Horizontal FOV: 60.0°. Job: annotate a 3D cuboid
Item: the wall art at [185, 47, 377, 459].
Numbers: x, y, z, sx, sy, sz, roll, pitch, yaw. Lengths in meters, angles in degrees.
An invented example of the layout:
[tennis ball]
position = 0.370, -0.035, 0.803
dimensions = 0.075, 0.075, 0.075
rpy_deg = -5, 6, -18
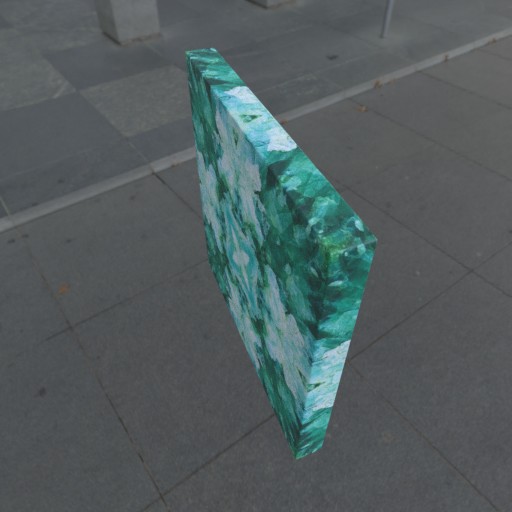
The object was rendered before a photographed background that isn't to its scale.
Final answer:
[wall art]
position = 0.000, 0.000, 0.466
dimensions = 0.033, 0.313, 0.313
rpy_deg = -16, 48, -15
